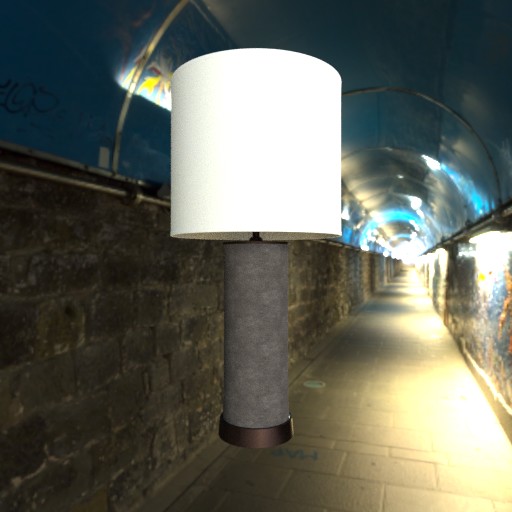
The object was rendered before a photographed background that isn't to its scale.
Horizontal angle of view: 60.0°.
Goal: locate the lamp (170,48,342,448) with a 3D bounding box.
[{"bbox_3d":[0.000,0.000,0.793,0.301,0.630,0.301,0,0,35],"label":"lamp"}]
